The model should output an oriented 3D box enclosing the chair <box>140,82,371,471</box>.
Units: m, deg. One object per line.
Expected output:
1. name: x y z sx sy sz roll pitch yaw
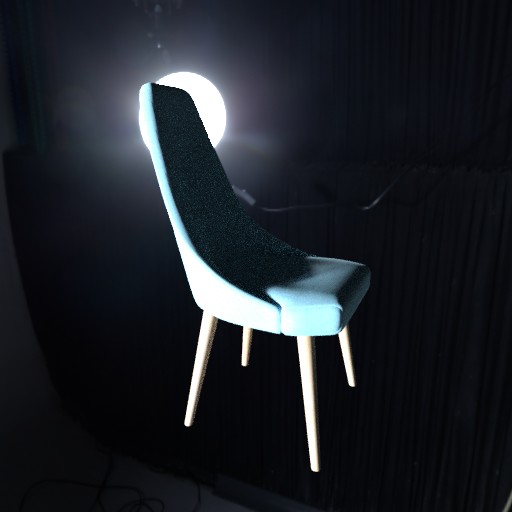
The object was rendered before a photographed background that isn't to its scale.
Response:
1. chair: 0.000 0.000 1.398 0.660 1.040 0.510 7 16 23
